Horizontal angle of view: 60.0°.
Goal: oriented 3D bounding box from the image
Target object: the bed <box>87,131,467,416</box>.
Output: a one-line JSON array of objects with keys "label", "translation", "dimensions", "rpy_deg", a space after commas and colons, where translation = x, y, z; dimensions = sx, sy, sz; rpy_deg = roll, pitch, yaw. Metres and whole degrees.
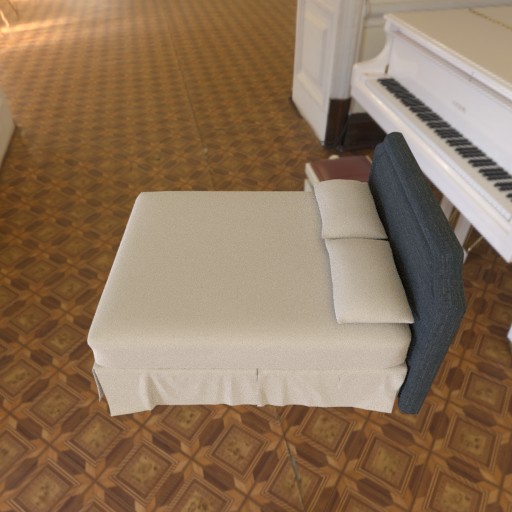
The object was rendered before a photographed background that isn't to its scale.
[{"label": "bed", "translation": [0.000, 0.000, 3.239], "dimensions": [2.208, 1.297, 1.828], "rpy_deg": [0, 42, 0]}]
